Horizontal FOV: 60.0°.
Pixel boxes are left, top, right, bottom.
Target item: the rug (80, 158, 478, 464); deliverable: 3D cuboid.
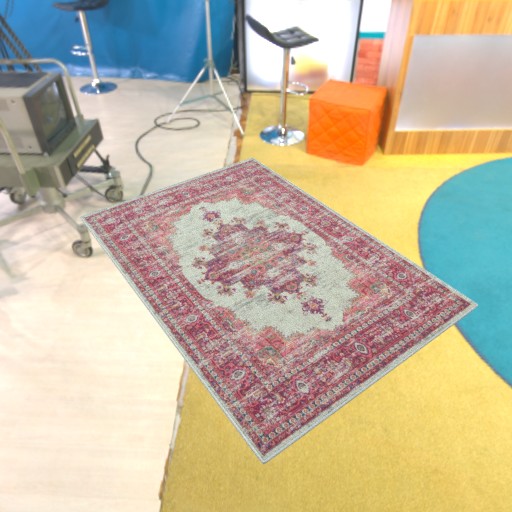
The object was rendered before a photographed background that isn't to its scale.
[{"bbox_3d":[0.000,0.000,2.891,1.555,0.011,2.232,-25,46,-27],"label":"rug"}]
